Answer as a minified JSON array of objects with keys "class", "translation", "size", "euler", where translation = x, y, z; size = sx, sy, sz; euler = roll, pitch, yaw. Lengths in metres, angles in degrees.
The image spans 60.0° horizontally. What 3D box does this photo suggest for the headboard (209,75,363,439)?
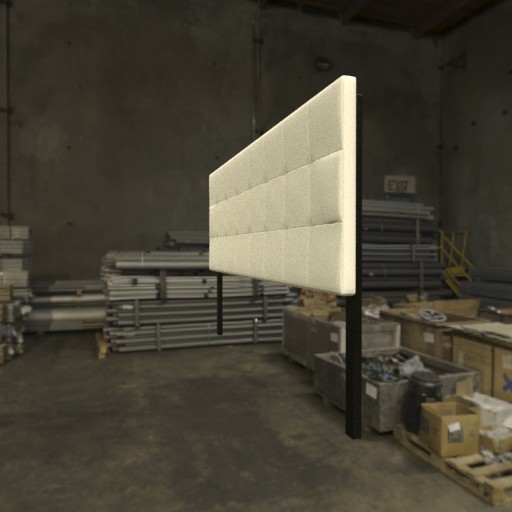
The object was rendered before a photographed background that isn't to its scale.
[{"class":"headboard","translation":[0.000,0.000,2.812],"size":[0.120,1.410,2.362],"euler":[0,1,-18]}]
